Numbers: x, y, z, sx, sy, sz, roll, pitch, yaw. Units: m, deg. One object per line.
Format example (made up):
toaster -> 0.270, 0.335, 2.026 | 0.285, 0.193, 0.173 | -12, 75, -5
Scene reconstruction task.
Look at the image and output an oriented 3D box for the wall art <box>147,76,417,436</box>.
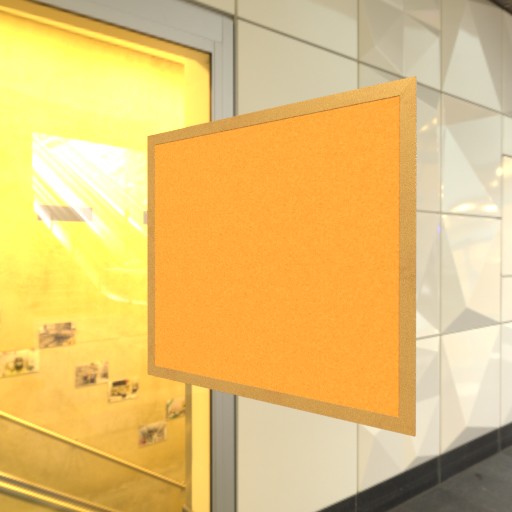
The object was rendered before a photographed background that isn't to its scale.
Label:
wall art -> 0.000, 0.000, 1.656 | 1.168, 1.067, 0.025 | 0, 1, 35
